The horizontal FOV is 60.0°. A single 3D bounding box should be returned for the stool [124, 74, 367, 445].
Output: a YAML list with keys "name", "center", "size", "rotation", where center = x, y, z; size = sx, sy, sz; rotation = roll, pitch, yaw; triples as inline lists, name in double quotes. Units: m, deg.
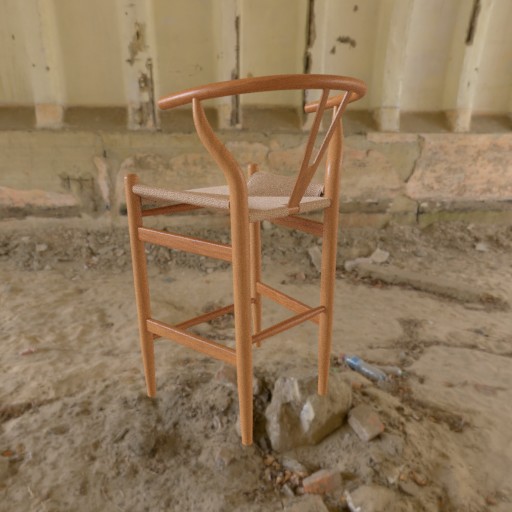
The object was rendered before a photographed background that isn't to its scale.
- name: "stool"
  center: [0.000, 0.000, 1.331]
  size: [0.569, 0.970, 0.579]
  rotation: [-15, 23, -41]
